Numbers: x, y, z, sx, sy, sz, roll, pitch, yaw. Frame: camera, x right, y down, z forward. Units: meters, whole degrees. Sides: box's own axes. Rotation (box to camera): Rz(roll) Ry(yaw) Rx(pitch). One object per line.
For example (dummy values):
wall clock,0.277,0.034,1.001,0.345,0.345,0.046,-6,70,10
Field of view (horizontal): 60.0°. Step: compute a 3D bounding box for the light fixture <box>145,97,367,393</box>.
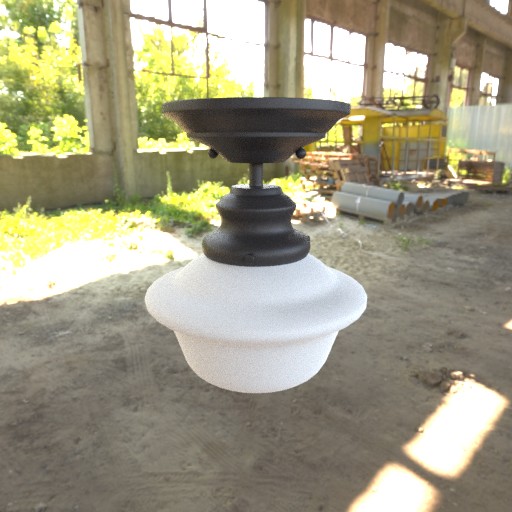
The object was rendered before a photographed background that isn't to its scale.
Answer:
light fixture,0.000,0.000,0.395,0.197,0.254,0.197,0,14,0
